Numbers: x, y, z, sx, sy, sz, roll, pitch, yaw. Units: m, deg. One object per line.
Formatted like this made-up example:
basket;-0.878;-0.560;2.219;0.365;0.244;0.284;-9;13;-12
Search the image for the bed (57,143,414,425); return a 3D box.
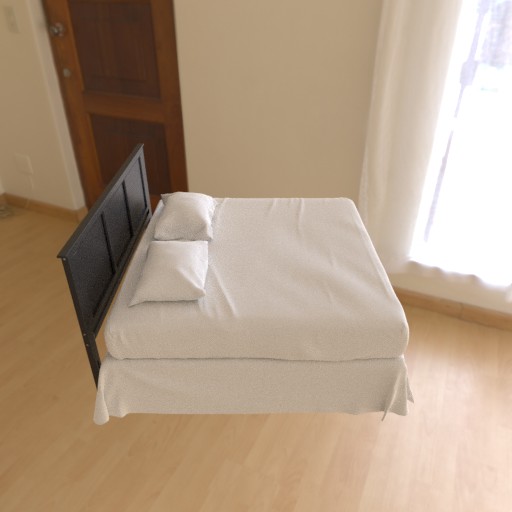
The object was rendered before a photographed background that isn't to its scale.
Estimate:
bed;0.000;0.000;3.644;2.219;1.271;2.315;0;32;0
